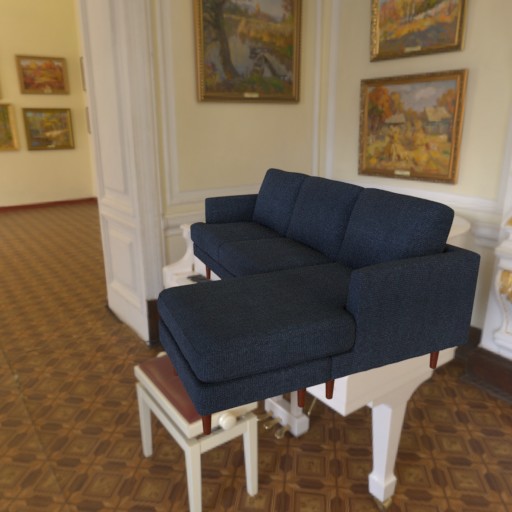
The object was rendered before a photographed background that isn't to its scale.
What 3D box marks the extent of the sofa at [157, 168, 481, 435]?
[{"bbox_3d":[0.000,0.000,2.970,1.504,0.956,2.233,-7,18,-23],"label":"sofa"}]
